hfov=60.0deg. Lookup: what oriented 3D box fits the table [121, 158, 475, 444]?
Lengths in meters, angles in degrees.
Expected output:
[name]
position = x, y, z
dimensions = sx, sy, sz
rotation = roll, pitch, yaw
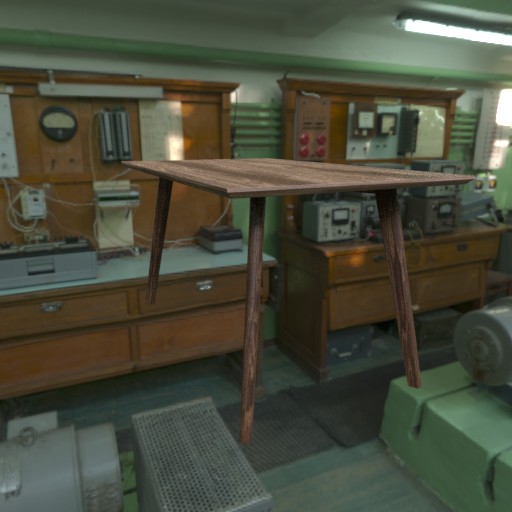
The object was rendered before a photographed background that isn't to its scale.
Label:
[table]
position = 0.000, 0.000, 1.833
dimensions = 0.801, 0.724, 1.349
rotation = -7, 16, -25
